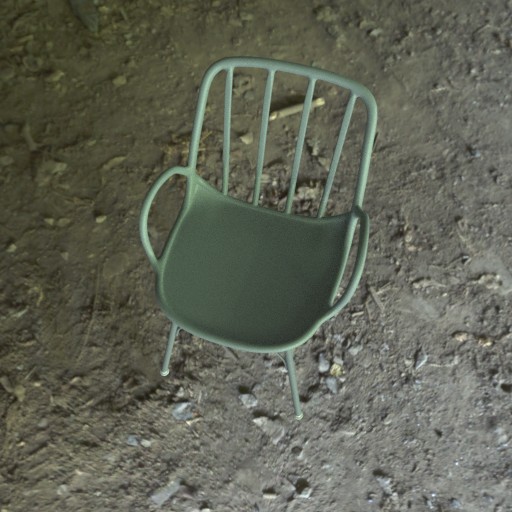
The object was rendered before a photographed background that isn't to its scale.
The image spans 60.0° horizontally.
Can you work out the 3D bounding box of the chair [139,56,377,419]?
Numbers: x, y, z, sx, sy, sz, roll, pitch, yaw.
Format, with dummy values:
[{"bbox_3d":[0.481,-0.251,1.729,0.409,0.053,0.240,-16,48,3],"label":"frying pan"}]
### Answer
[{"bbox_3d":[0.000,0.000,1.232,0.549,0.816,0.597,15,60,9],"label":"chair"}]
